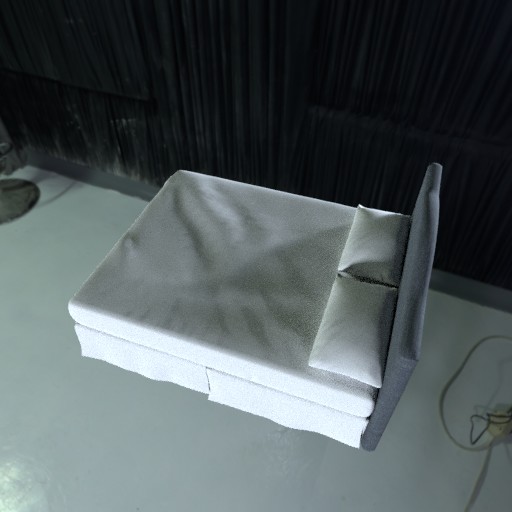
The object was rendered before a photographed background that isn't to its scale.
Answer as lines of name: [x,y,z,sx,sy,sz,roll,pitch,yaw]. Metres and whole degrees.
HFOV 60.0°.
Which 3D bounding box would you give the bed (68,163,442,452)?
bed: [0.000,0.000,3.918,2.689,1.457,2.161,15,48,14]
